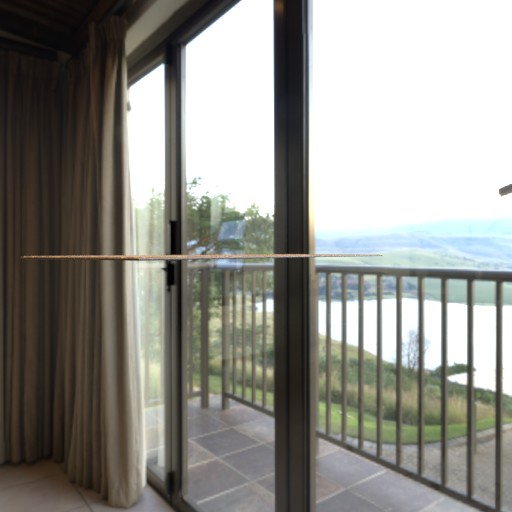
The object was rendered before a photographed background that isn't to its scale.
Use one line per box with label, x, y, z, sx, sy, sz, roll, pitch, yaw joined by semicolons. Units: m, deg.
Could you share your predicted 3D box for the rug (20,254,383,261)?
rug;0.000;0.000;2.395;0.662;0.011;2.196;0;1;34
